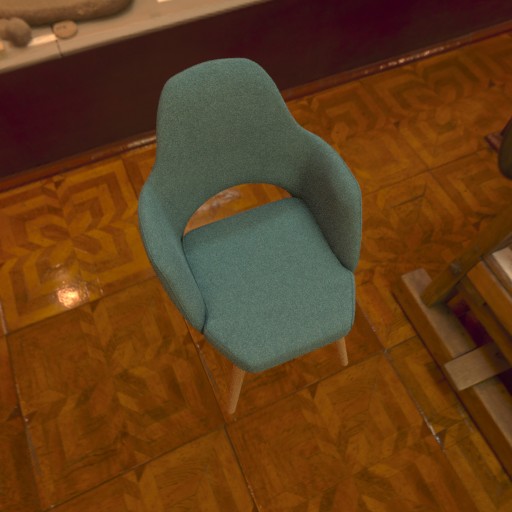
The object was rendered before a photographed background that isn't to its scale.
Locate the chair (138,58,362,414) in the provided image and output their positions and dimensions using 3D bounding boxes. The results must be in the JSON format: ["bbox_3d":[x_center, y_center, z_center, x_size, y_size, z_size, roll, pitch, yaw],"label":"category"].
[{"bbox_3d":[0.000,0.000,1.349,0.589,0.920,0.666,-20,64,-10],"label":"chair"}]
